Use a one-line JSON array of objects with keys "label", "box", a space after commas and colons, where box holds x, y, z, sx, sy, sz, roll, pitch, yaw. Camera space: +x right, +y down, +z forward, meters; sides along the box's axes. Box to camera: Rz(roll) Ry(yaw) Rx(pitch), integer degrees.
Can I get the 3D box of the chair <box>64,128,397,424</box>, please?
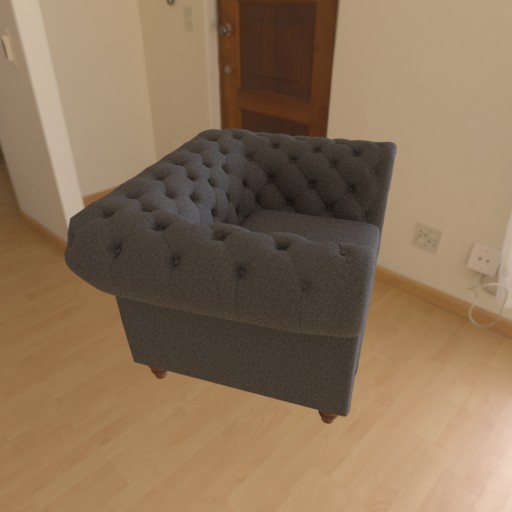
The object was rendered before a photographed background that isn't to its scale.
[{"label": "chair", "box": [0.000, 0.000, 1.863, 0.976, 0.770, 1.270, 10, 33, 16]}]
